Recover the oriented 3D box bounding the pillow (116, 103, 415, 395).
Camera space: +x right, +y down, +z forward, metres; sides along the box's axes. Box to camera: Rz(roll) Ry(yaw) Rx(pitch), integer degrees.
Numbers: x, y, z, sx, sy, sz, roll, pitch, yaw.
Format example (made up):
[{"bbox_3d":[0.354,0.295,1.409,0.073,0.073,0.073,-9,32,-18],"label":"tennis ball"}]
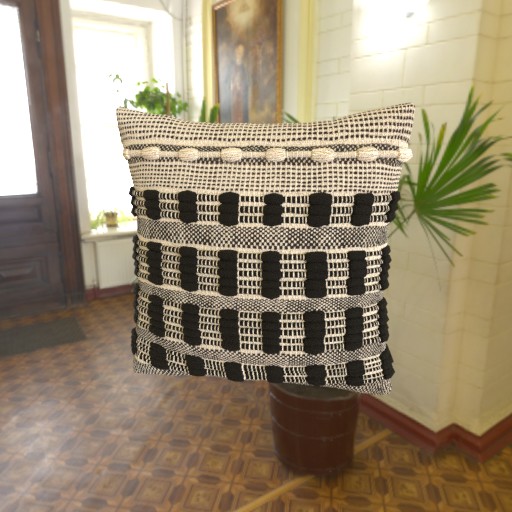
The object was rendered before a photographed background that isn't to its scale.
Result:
[{"bbox_3d":[0.000,0.000,0.676,0.436,0.438,0.156,2,14,9],"label":"pillow"}]
